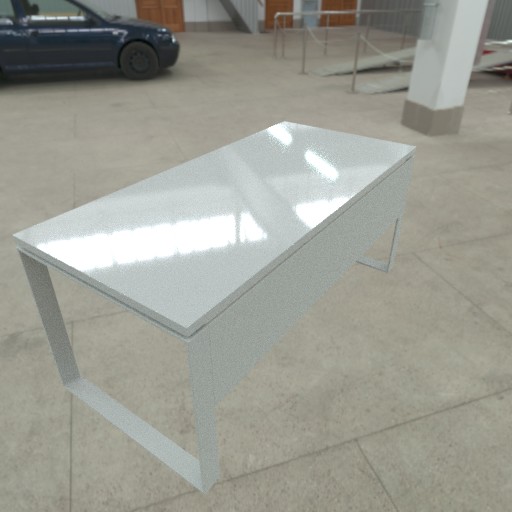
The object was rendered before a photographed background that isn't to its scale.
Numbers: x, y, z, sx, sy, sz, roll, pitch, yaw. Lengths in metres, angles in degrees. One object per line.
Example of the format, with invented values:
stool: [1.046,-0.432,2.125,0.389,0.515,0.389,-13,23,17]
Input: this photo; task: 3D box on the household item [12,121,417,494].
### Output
household item: [0.000,0.000,2.075,0.800,0.745,1.700,21,38,30]
